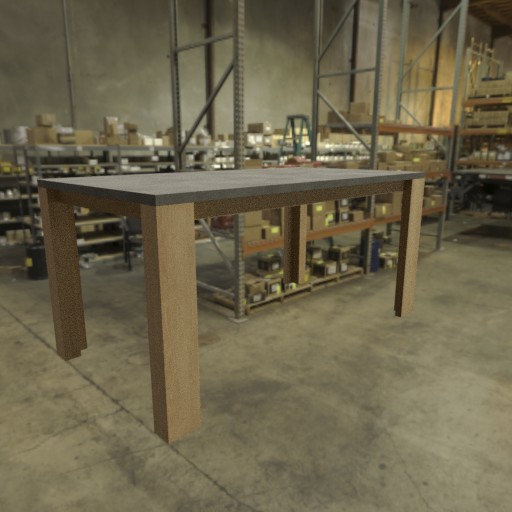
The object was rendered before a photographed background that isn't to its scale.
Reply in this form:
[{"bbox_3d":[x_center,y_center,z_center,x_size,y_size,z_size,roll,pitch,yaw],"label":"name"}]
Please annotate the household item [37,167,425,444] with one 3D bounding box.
[{"bbox_3d":[0.000,0.000,2.099,1.600,0.755,0.850,-13,19,-43],"label":"household item"}]
